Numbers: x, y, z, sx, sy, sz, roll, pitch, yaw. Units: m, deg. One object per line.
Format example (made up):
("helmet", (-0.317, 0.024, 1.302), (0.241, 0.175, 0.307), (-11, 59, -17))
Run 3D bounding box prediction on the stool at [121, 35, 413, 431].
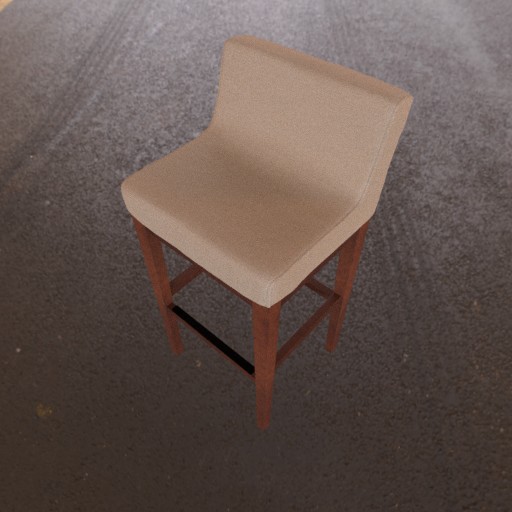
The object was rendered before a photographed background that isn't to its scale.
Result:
("stool", (0.000, 0.000, 1.318), (0.511, 1.037, 0.500), (33, 55, 27))
